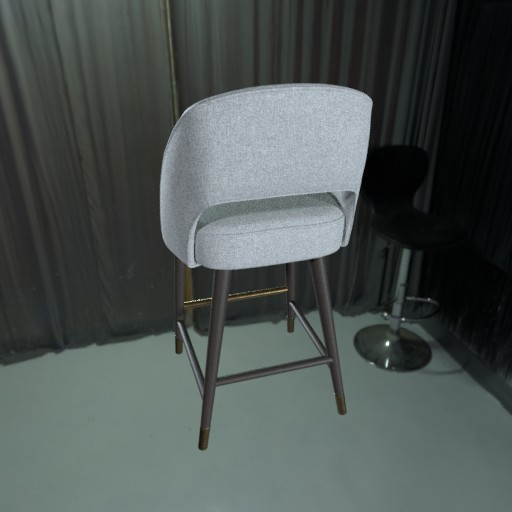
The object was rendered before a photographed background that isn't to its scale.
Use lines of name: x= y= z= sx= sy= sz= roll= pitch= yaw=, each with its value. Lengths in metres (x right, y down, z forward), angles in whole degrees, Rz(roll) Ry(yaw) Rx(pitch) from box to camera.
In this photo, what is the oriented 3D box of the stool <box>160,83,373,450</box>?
stool: x=0.000 y=0.000 z=1.235 sx=0.494 sy=0.940 sz=0.509 roll=-8 pitch=28 yaw=-15
